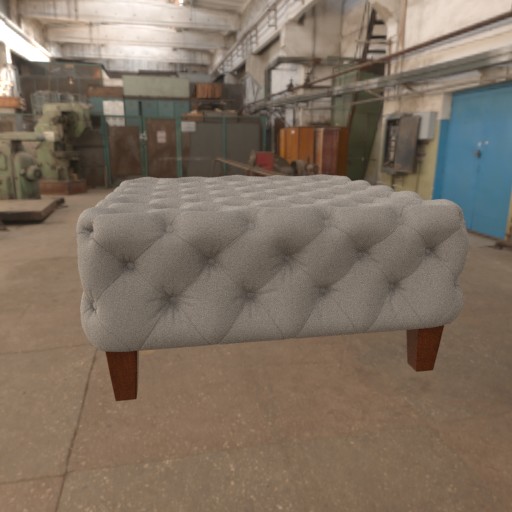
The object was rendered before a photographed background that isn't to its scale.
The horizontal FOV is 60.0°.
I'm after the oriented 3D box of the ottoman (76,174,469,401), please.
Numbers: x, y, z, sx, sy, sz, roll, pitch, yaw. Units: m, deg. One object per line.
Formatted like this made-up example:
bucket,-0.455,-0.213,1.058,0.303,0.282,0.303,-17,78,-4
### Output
ottoman,0.000,0.000,1.393,0.911,0.439,0.917,-3,15,-10
